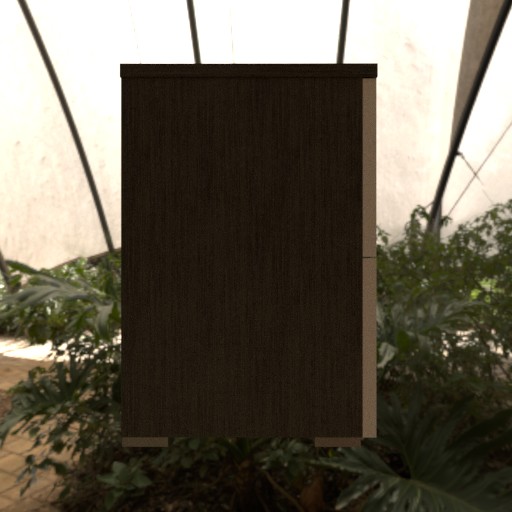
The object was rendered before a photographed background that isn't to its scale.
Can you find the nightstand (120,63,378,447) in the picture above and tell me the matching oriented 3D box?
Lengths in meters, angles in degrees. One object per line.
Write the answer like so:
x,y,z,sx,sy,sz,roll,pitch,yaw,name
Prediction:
0.000,0.000,0.750,0.325,0.460,0.441,0,0,0,nightstand
